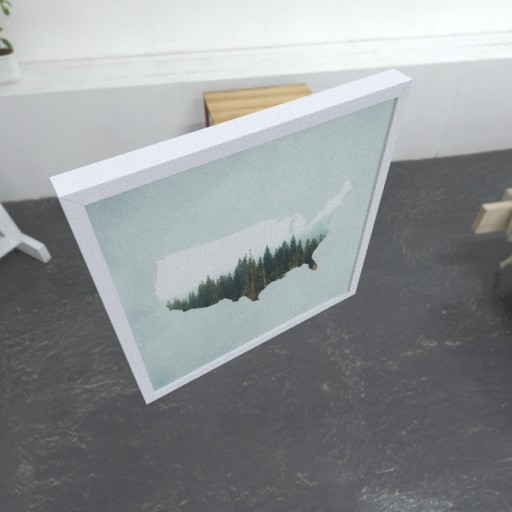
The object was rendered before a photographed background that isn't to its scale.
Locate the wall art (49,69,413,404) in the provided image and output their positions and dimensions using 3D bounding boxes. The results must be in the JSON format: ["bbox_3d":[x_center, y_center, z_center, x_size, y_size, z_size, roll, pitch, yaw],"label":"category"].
[{"bbox_3d":[0.000,0.000,0.754,0.509,0.509,0.040,-24,52,-20],"label":"wall art"}]
